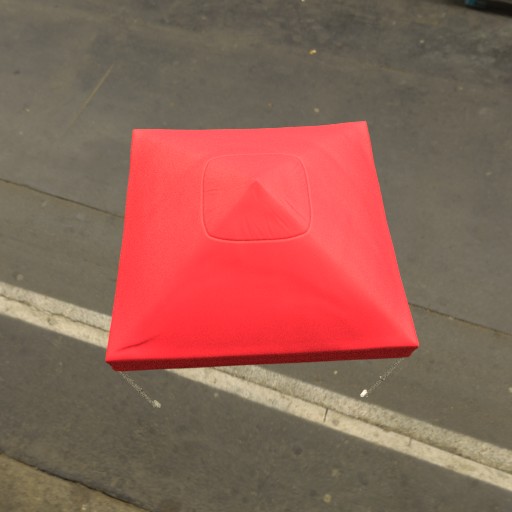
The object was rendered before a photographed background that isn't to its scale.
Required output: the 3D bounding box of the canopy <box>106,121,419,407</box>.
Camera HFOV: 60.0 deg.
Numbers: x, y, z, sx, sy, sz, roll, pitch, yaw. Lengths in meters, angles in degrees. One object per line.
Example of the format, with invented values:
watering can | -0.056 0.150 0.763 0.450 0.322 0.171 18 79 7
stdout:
canopy | 0.000 0.000 5.556 2.998 2.997 2.996 -2 61 -1
